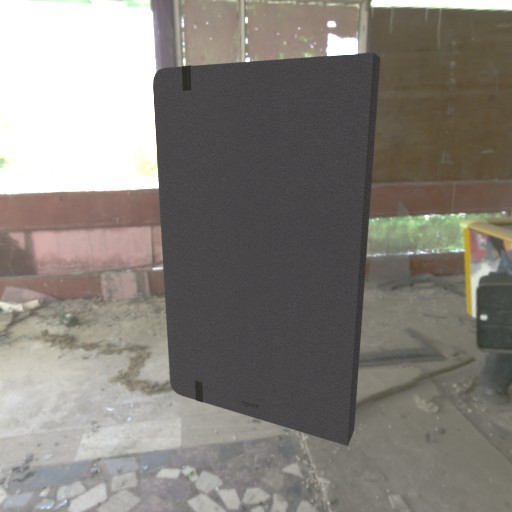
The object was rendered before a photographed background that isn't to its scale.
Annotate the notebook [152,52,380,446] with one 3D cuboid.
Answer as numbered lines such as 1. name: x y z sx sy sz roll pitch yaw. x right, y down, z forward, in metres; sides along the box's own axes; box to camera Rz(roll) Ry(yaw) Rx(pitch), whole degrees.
1. notebook: 0.000 0.000 0.264 0.127 0.213 0.016 8 17 25
